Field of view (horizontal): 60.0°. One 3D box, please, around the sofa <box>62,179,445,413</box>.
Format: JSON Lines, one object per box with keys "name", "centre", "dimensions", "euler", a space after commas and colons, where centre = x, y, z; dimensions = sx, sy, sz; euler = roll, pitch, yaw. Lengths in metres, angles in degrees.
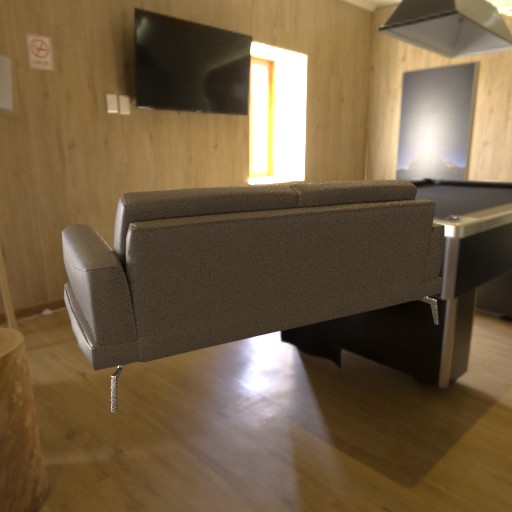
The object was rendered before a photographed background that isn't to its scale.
{"name": "sofa", "centre": [0.000, 0.000, 2.728], "dimensions": [2.177, 0.930, 1.121], "euler": [-7, 16, -28]}
